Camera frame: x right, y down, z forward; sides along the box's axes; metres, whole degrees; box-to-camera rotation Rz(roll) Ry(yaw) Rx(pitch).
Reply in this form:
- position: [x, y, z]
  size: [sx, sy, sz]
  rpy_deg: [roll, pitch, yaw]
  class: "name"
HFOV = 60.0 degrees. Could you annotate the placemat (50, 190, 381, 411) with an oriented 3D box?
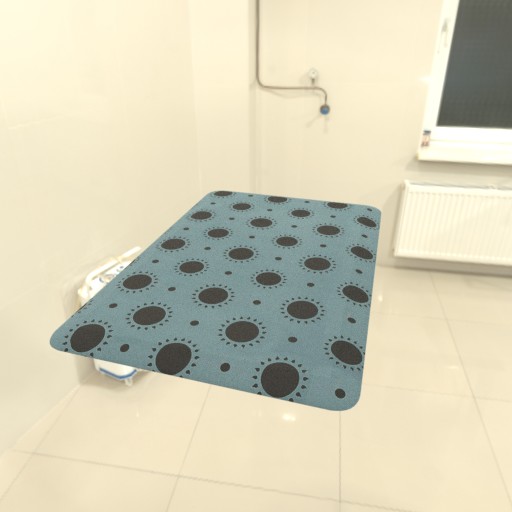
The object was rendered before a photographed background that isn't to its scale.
- position: [0.000, 0.000, 0.973]
  size: [0.508, 0.021, 0.762]
  rpy_deg: [8, 29, 14]
  class: "placemat"
